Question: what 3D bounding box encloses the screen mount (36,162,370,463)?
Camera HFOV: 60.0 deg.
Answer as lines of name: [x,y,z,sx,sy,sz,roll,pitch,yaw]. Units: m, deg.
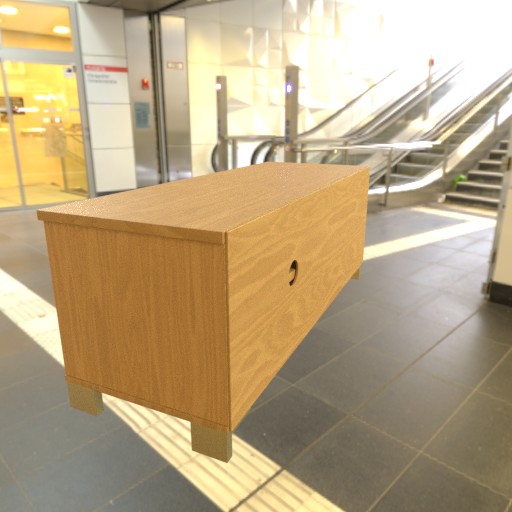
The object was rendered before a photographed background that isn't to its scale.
screen mount: [0.000,0.000,1.283,0.406,0.432,1.084,8,19,24]
